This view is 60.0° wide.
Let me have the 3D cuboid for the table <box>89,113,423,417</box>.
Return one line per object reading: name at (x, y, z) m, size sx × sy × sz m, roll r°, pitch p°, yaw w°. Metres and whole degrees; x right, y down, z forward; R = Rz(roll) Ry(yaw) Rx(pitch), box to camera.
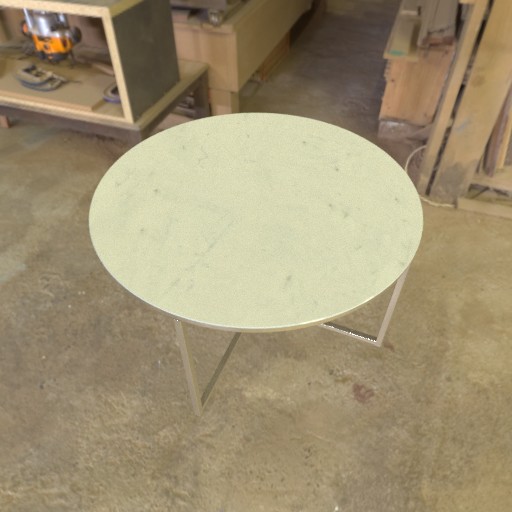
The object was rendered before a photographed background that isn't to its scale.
table at (0.000, 0.000, 1.257) m, size 0.800 × 0.450 × 0.800 m, roll 0°, pitch 46°, yaw 0°
